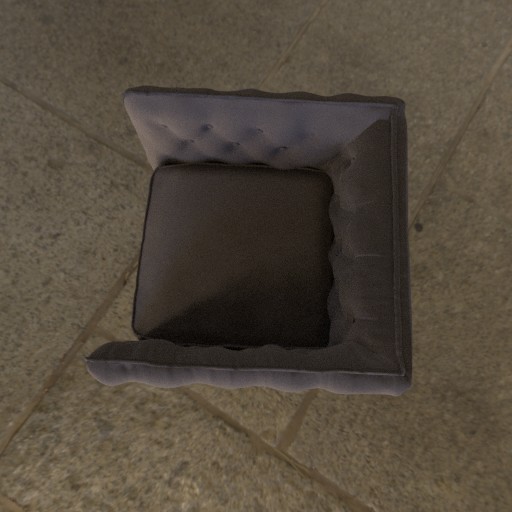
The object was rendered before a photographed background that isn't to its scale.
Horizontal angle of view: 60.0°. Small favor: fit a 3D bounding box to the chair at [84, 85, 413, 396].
[{"bbox_3d":[0.000,0.000,1.646,0.913,0.807,0.946,3,76,1],"label":"chair"}]
